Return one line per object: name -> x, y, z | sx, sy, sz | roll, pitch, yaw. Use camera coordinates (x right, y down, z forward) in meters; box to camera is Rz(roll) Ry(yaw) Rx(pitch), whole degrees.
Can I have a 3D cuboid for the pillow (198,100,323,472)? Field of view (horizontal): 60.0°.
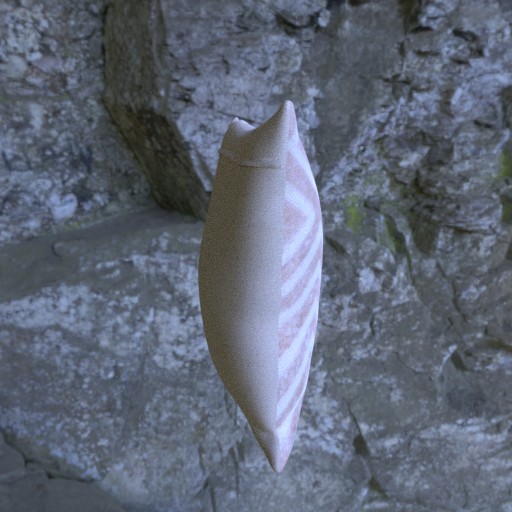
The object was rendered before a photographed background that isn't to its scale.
pillow -> 0.000, 0.000, 0.698 | 0.182, 0.441, 0.440 | -3, 16, -9
